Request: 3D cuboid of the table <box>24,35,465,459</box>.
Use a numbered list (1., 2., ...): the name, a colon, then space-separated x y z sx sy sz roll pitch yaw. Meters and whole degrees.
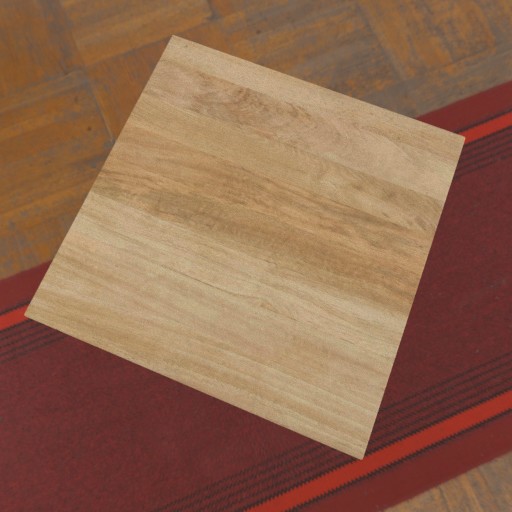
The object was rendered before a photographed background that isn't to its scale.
1. table: 0.000 0.000 1.024 0.599 0.500 0.599 21 77 5
